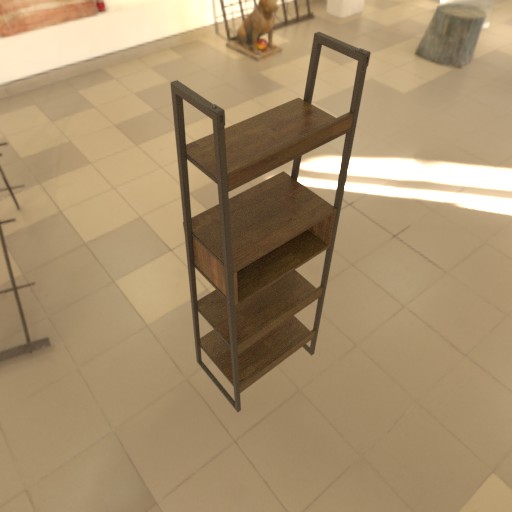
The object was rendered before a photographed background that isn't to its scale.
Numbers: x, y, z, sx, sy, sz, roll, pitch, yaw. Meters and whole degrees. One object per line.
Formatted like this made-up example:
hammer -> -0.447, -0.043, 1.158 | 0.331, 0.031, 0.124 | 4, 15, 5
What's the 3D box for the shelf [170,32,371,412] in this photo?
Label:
shelf -> 0.000, 0.000, 2.239 | 0.652, 2.005, 0.454 | -31, 54, -25
